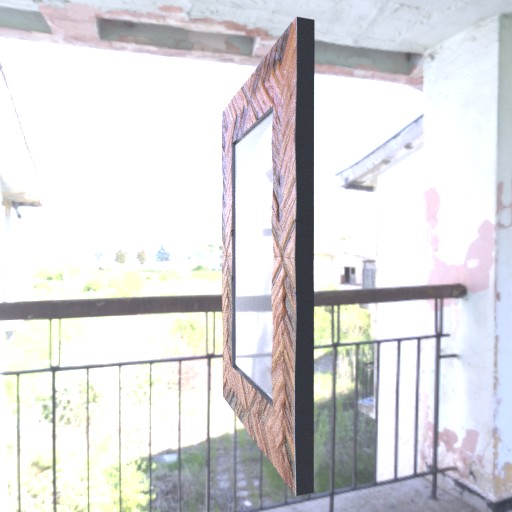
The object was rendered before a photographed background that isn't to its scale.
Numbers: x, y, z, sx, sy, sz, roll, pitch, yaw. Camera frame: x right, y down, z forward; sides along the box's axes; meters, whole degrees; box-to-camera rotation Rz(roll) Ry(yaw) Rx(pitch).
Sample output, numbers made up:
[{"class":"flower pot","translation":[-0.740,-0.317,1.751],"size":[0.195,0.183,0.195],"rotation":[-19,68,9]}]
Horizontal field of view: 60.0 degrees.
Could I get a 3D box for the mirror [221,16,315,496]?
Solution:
[{"class":"mirror","translation":[0.000,0.000,1.136],"size":[0.044,0.912,0.606],"rotation":[0,1,-18]}]
